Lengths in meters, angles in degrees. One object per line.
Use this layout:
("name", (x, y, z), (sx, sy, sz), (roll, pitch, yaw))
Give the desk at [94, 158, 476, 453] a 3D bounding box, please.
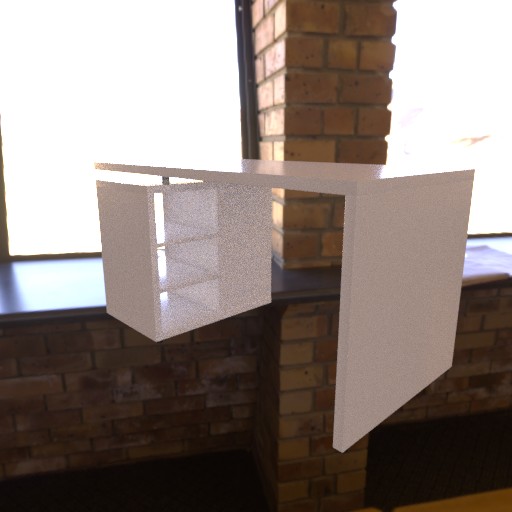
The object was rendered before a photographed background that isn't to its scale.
("desk", (0.000, 0.000, 1.830), (0.690, 0.740, 1.400), (-13, 20, -42))
